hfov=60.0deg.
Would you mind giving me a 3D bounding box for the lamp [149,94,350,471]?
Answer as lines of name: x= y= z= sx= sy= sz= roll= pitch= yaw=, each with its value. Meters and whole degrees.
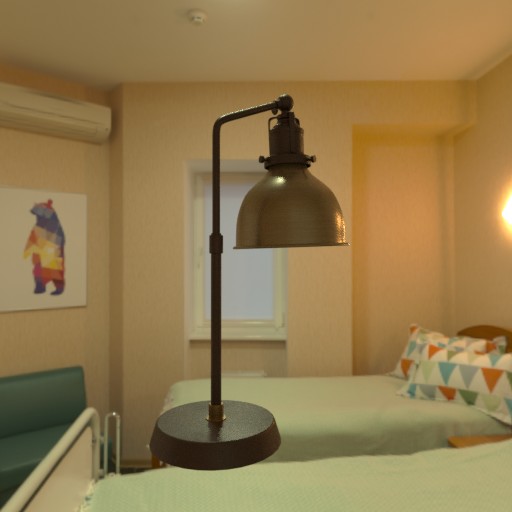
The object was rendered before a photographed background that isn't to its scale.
lamp: x=0.000 y=0.000 z=0.608 sx=0.298 sy=0.469 sz=0.175 roll=0 pitch=0 yaw=-36
